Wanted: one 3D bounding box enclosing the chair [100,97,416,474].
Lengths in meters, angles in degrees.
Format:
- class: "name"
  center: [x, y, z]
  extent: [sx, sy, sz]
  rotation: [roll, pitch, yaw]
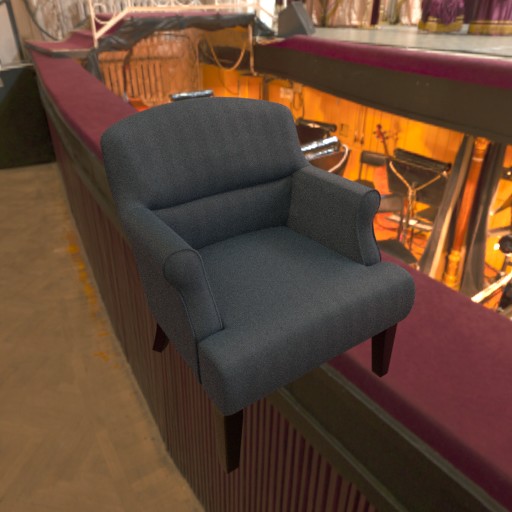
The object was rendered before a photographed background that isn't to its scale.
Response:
- class: "chair"
  center: [0.000, 0.000, 1.437]
  extent: [0.770, 0.878, 0.754]
  rotation: [-19, 35, -30]
